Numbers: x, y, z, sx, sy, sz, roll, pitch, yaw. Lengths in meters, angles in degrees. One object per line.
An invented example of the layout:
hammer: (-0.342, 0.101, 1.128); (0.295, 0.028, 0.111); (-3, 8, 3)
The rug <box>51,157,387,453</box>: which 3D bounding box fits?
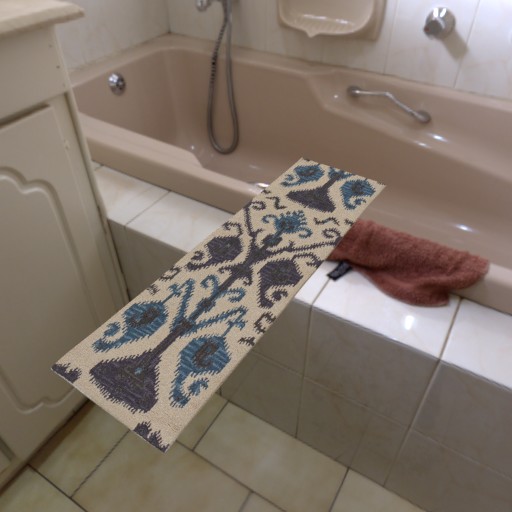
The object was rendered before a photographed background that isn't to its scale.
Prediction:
rug: (0.000, 0.000, 2.554); (0.692, 0.017, 2.301); (24, 47, 25)
